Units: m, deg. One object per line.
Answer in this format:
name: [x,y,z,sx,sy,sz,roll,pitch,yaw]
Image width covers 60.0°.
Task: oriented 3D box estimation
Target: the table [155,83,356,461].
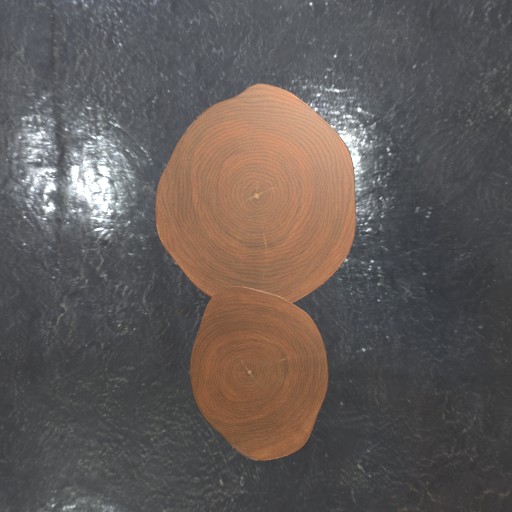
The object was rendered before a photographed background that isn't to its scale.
table: [0.000,0.000,1.093,0.442,0.538,0.759,0,91,1]
